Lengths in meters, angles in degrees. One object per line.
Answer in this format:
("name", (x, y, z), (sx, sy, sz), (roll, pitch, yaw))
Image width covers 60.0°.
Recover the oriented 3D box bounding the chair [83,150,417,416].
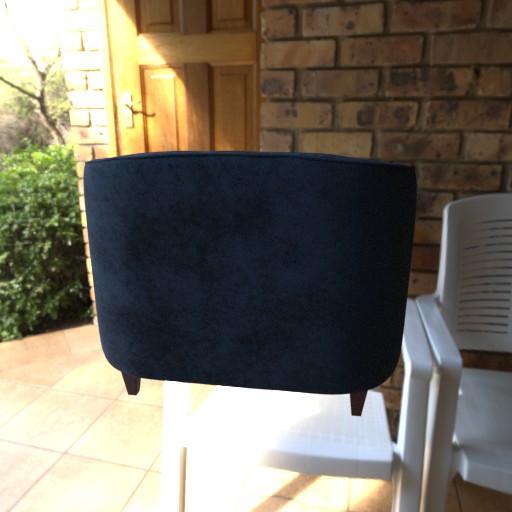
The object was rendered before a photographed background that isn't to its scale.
("chair", (0.000, 0.000, 1.745), (1.094, 0.852, 0.940), (2, 17, 8))
